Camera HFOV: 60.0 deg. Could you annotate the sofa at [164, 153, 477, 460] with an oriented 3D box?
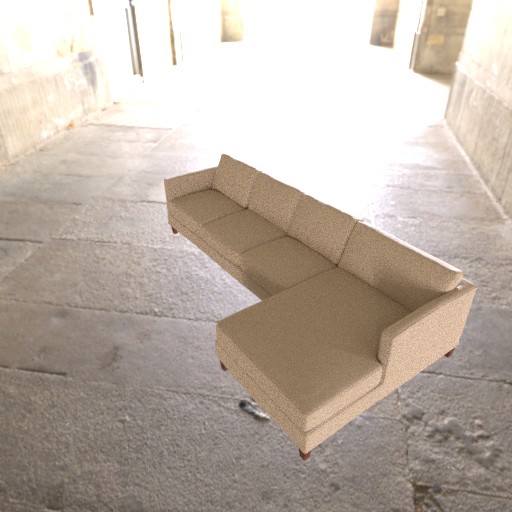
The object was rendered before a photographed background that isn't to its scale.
[{"bbox_3d":[0.000,0.000,3.974,1.625,0.861,3.186,-21,37,-30],"label":"sofa"}]
